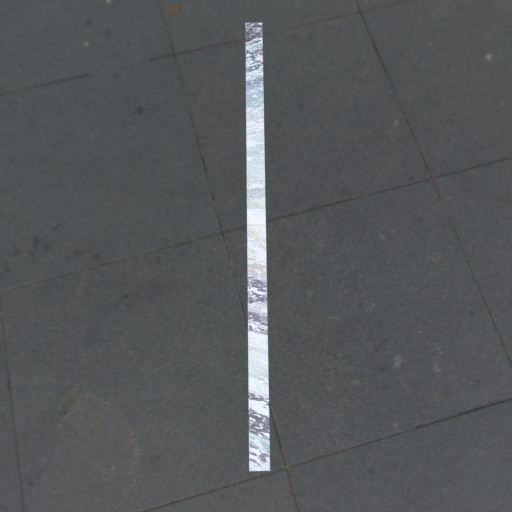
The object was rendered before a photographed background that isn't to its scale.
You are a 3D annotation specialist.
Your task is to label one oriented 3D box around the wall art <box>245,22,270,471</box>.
[{"bbox_3d":[0.000,0.000,1.158,0.038,0.598,0.919,-1,74,0],"label":"wall art"}]
